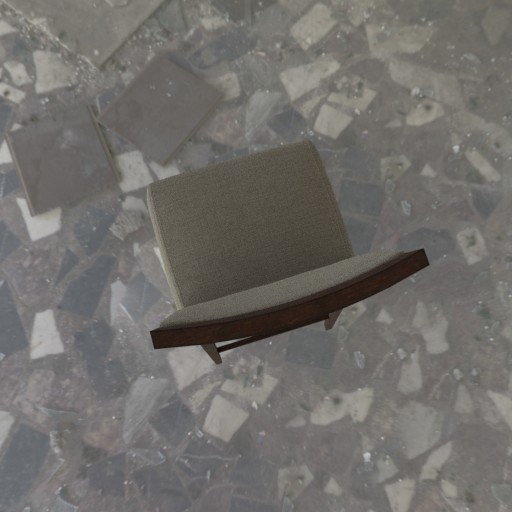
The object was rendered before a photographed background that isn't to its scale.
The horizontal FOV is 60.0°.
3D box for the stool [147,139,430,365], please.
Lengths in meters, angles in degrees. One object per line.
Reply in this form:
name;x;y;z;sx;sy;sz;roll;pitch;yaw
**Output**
stool;0.000;0.000;1.312;0.512;1.009;0.531;-16;76;-4
